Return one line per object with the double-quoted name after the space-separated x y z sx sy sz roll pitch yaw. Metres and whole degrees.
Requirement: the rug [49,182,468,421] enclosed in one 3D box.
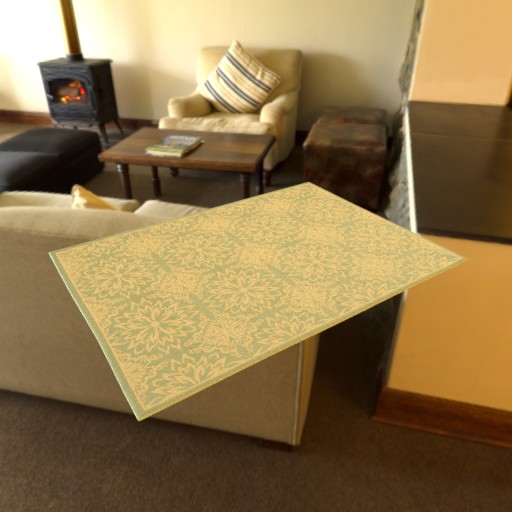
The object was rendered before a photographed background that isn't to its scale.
0.000 0.000 2.865 2.205 0.014 1.589 -19 36 -29 "rug"
